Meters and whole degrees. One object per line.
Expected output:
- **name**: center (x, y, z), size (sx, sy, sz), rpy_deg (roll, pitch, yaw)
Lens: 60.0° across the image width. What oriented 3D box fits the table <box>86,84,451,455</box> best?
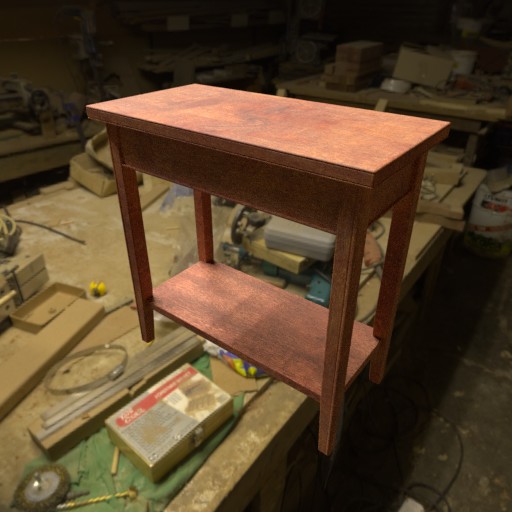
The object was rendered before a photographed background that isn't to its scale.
- **table**: center (0.000, 0.000, 0.969), size (0.610, 0.610, 0.305), rpy_deg (21, 37, 32)
